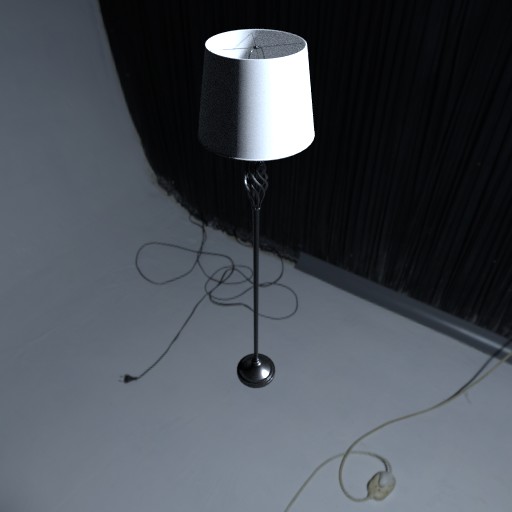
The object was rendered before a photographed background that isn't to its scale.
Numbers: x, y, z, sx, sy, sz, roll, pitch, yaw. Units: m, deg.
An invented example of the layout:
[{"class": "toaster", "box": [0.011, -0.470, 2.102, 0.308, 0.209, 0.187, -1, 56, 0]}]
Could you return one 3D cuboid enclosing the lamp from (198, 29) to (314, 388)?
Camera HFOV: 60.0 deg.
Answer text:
[{"class": "lamp", "box": [0.000, 0.000, 1.806, 0.379, 1.623, 0.379, 0, 41, 0]}]
